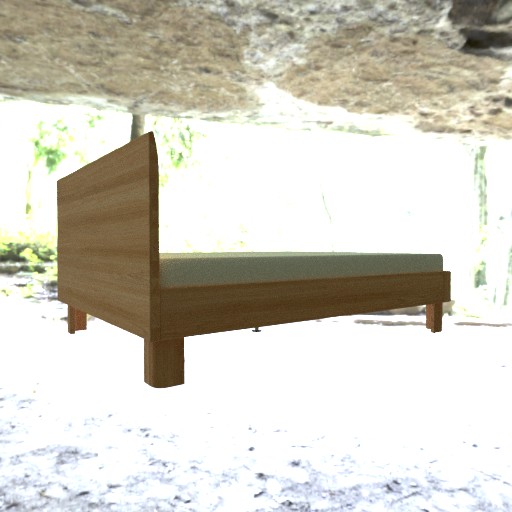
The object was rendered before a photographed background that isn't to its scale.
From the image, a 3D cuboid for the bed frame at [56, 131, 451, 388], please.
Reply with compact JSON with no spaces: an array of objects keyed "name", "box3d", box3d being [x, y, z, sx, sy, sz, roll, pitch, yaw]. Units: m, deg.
[{"name":"bed frame","box3d":[0.000,0.000,2.747,1.992,0.940,1.472,-1,2,-36]}]
